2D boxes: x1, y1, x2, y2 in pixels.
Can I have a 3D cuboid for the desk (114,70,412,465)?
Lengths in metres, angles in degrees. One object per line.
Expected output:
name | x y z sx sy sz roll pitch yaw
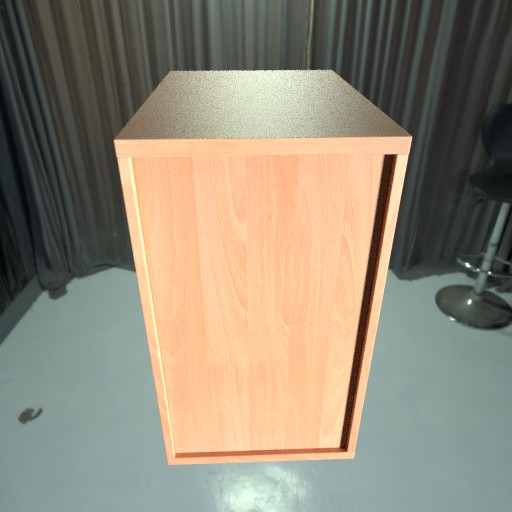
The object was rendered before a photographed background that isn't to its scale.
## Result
desk | 0.000 0.000 1.043 0.404 0.730 0.600 -1 31 -2
